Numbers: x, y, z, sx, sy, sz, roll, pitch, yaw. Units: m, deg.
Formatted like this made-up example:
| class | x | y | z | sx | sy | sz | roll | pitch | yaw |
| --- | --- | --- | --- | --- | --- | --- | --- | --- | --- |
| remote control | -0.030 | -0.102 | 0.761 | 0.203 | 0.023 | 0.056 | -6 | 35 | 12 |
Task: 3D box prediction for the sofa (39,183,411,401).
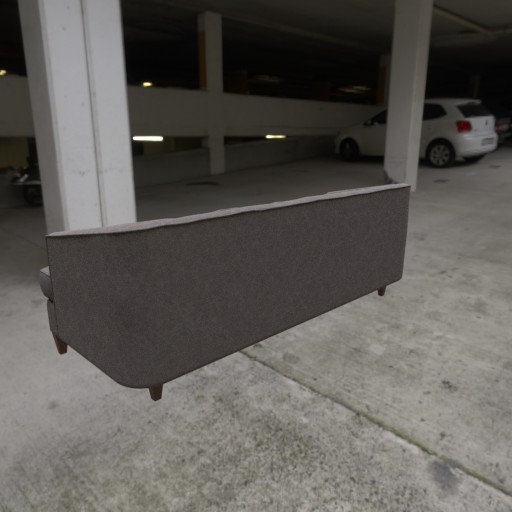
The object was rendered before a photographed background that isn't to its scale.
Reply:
| class | x | y | z | sx | sy | sz | roll | pitch | yaw |
| --- | --- | --- | --- | --- | --- | --- | --- | --- | --- |
| sofa | 0.000 | 0.000 | 2.700 | 2.247 | 0.806 | 0.917 | -14 | 21 | -42 |
